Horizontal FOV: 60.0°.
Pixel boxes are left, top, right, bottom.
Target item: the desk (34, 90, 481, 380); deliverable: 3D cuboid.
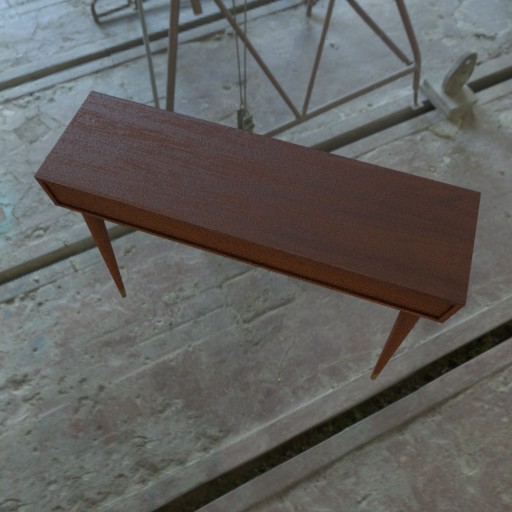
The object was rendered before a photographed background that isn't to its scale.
[{"bbox_3d":[0.000,0.000,1.647,1.204,0.917,0.384,17,65,8],"label":"desk"}]
